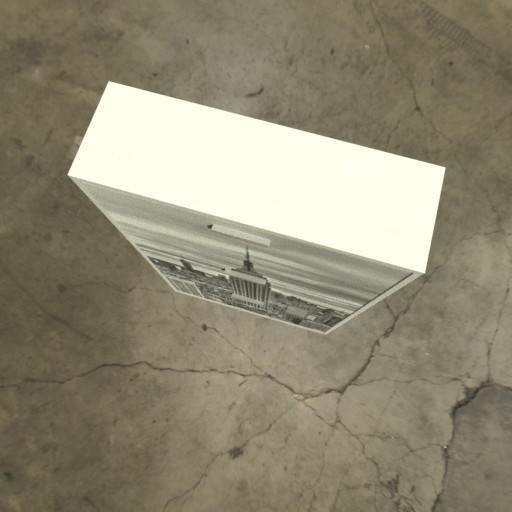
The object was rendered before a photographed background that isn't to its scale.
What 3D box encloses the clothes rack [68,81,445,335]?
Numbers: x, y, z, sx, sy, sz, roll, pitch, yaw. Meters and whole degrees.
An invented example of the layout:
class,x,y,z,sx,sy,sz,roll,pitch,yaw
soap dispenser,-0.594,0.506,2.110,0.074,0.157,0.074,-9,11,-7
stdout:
class,x,y,z,sx,sy,sz,roll,pitch,yaw
clothes rack,0.000,0.000,1.536,0.750,1.280,0.250,16,75,4
